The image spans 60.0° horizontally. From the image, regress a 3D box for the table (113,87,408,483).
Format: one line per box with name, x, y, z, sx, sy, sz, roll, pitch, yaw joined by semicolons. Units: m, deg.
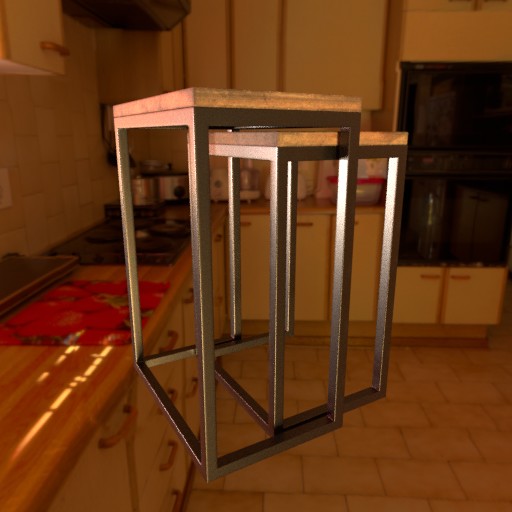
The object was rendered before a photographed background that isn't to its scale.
table;0.000;0.000;0.940;0.460;0.615;0.456;-8;17;-27
